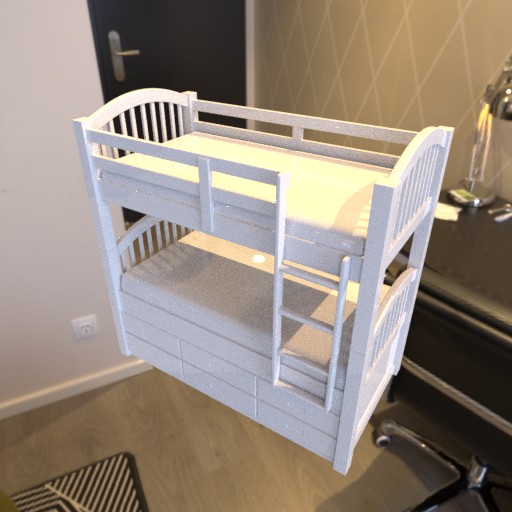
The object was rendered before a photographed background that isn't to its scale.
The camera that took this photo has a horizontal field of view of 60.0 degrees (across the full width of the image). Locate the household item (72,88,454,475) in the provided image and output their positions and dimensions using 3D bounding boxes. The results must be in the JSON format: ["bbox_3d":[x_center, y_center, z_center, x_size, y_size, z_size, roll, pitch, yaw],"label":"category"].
[{"bbox_3d":[0.000,0.000,3.130,2.032,2.032,1.143,18,35,28],"label":"household item"}]
